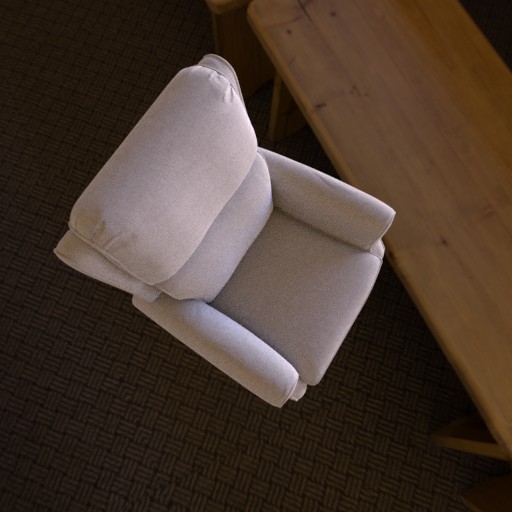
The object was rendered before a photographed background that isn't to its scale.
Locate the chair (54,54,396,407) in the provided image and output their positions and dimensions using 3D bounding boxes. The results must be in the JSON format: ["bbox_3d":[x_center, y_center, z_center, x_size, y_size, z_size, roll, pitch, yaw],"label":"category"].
[{"bbox_3d":[0.000,0.000,1.704,0.919,1.046,0.859,31,77,8],"label":"chair"}]
